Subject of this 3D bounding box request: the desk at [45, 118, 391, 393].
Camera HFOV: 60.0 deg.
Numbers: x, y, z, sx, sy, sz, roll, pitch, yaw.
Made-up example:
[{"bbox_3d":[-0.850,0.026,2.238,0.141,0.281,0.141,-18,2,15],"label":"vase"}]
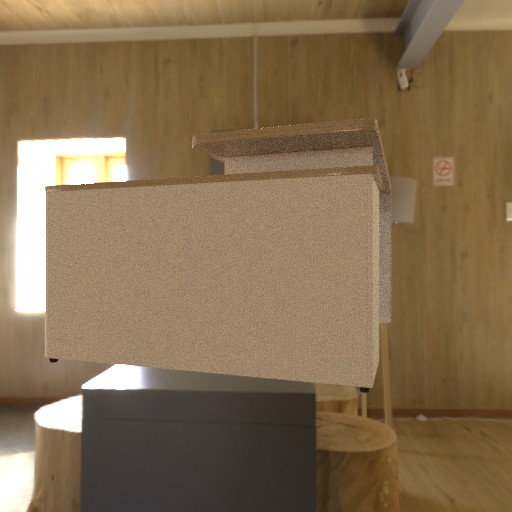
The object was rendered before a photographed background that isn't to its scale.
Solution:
[{"bbox_3d":[0.000,0.000,2.072,1.175,0.770,1.400,0,0,19],"label":"desk"}]
